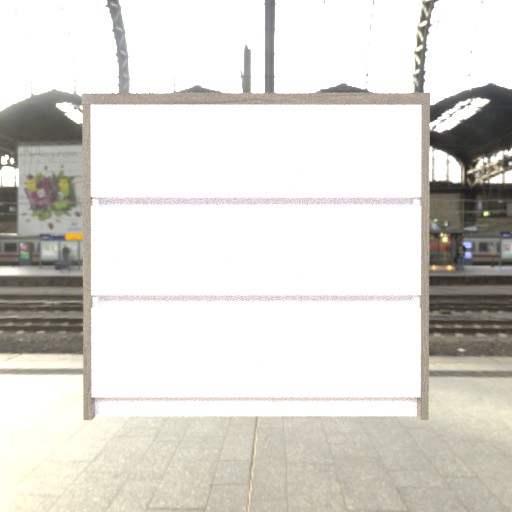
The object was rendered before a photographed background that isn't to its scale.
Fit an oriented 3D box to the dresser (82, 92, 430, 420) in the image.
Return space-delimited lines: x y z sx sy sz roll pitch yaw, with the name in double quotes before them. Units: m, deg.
"dresser" 0.000 0.000 1.296 0.809 0.762 0.529 0 0 0
